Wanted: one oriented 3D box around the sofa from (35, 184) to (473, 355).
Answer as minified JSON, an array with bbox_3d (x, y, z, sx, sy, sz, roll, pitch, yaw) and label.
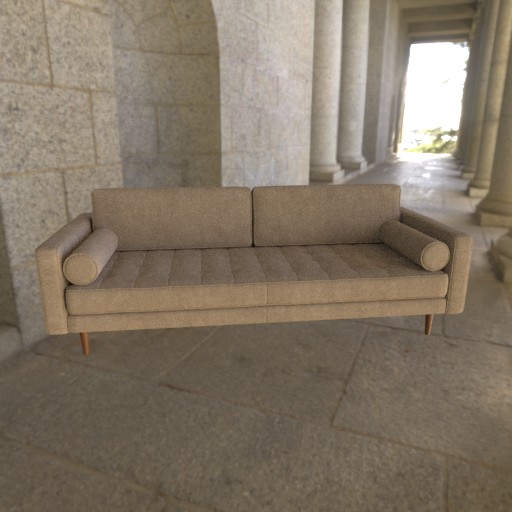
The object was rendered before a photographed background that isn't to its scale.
[{"bbox_3d":[0.000,0.000,2.635,2.200,0.770,0.919,-2,16,-7],"label":"sofa"}]
